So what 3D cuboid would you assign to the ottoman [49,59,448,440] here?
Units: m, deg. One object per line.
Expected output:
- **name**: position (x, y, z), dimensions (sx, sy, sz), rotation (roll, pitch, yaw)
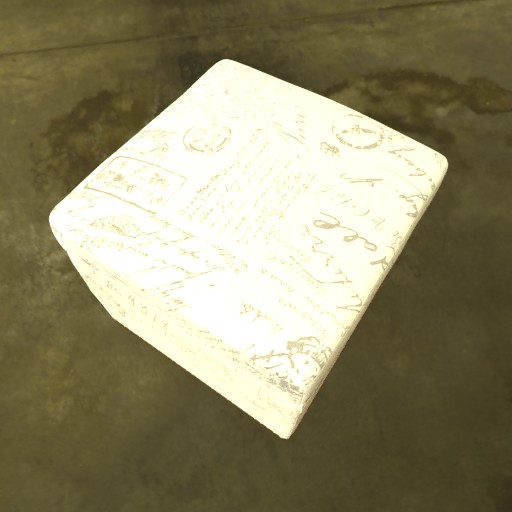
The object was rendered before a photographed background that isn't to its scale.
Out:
- **ottoman**: position (0.000, 0.000, 0.832), dimensions (0.449, 0.457, 0.450), rotation (30, 64, 16)
